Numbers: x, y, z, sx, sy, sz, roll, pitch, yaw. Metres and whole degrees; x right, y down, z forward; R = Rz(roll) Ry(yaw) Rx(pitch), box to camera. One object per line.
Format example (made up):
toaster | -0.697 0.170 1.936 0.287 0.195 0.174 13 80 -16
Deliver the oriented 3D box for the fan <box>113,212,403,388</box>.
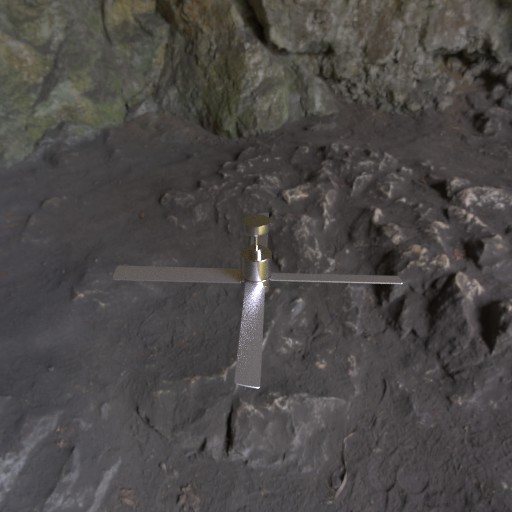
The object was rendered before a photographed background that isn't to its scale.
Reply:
fan | 0.000 0.000 1.983 1.322 0.355 1.322 1 31 2
